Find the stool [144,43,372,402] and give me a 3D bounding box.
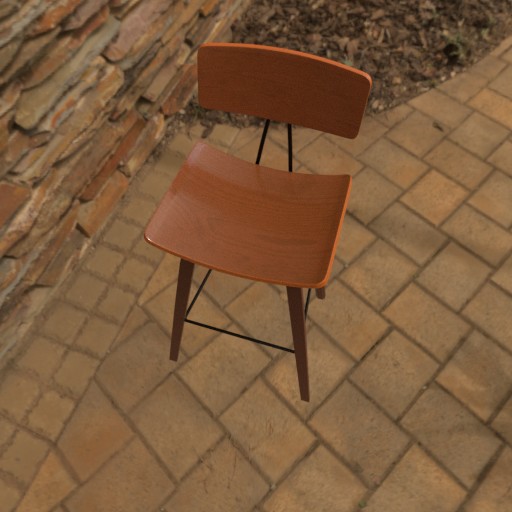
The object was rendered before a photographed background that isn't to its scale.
[{"bbox_3d":[0.000,0.000,1.227,0.509,0.969,0.440,15,60,9],"label":"stool"}]
